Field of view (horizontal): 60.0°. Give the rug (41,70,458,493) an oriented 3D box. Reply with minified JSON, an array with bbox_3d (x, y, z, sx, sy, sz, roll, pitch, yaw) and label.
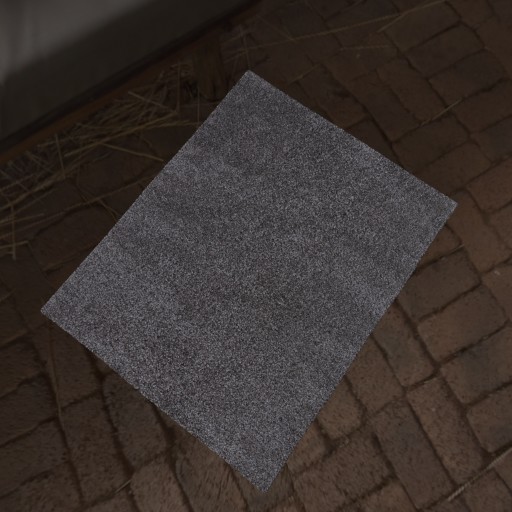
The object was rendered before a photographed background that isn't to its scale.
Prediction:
[{"bbox_3d":[0.000,0.000,3.944,2.401,0.025,3.000,36,78,9],"label":"rug"}]
